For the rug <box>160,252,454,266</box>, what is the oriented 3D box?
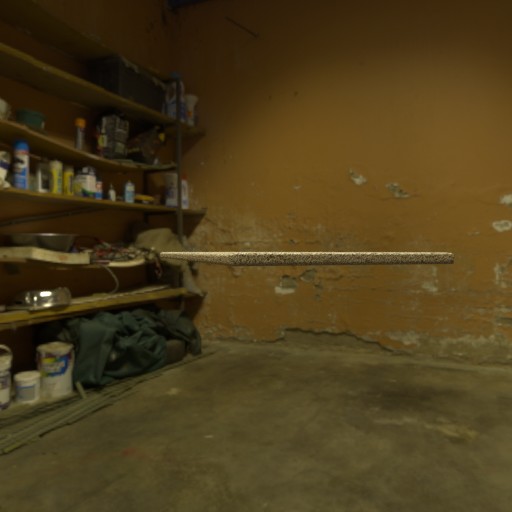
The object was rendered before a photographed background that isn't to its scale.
[{"bbox_3d":[0.000,0.000,1.786,0.609,0.030,1.524,0,1,-18],"label":"rug"}]
